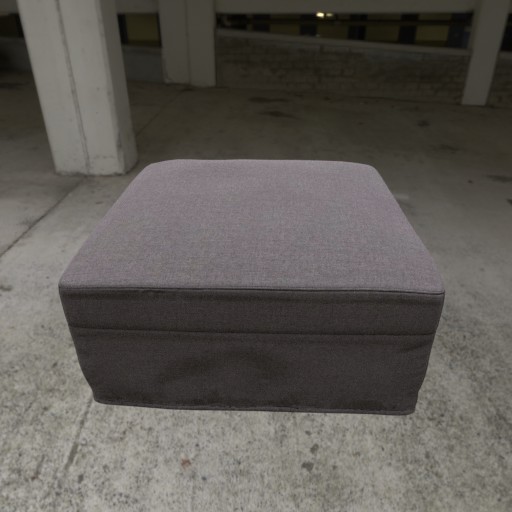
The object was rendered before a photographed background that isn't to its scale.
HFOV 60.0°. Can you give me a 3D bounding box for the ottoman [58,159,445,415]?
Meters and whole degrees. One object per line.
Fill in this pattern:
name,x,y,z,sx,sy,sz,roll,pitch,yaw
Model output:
ottoman,0.000,0.000,1.349,0.840,0.436,0.843,1,30,2
